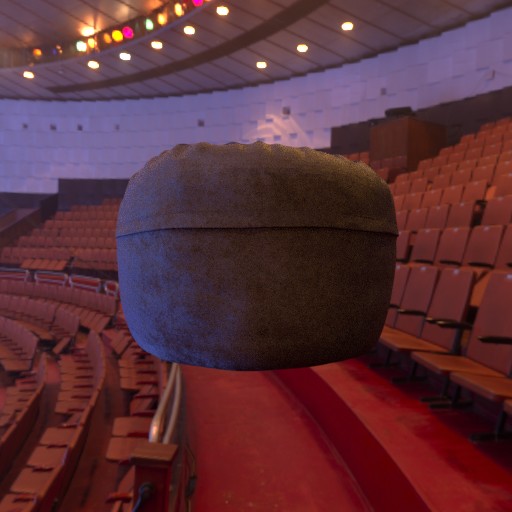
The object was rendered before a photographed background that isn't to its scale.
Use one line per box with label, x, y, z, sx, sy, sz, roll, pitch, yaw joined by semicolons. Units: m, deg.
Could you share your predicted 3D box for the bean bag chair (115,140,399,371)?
bean bag chair;0.000;0.000;2.054;1.245;0.821;1.245;0;0;0
